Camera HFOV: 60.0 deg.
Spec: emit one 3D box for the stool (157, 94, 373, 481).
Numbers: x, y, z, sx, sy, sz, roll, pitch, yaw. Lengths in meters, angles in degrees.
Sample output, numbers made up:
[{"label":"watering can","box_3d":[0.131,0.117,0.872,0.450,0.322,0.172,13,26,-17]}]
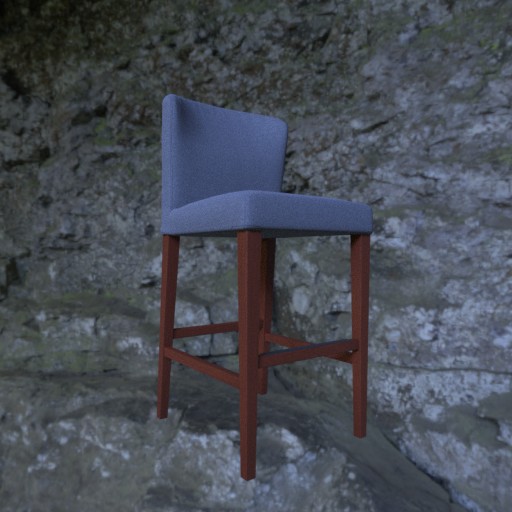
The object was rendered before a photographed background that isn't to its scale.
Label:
[{"label":"stool","box_3d":[0.000,0.000,1.385,0.481,1.069,0.568,0,1,-36]}]
